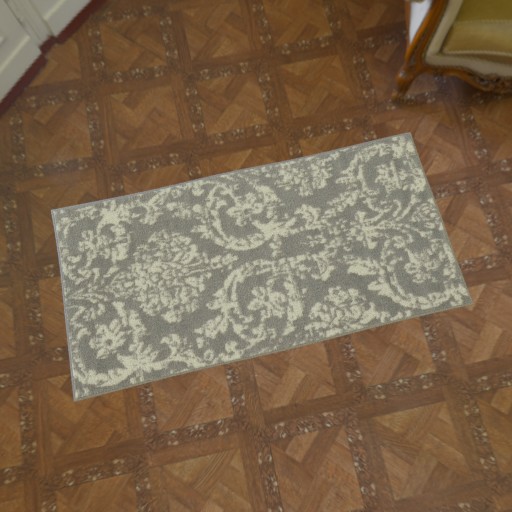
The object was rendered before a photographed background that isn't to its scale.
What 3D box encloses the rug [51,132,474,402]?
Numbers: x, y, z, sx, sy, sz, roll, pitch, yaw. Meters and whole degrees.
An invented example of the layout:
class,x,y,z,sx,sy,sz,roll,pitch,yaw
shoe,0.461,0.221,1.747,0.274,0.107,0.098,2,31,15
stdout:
class,x,y,z,sx,sy,sz,roll,pitch,yaw
rug,0.000,0.000,1.387,1.219,0.007,0.604,-13,75,-3
